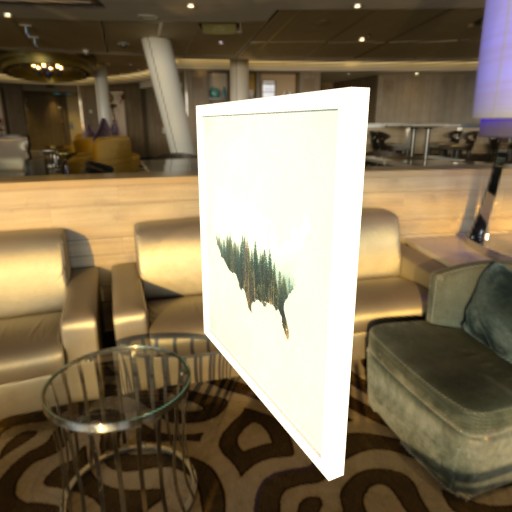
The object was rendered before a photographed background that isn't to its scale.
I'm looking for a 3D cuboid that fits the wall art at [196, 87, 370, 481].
[{"bbox_3d":[0.000,0.000,1.143,0.038,0.762,0.762,-8,18,-25],"label":"wall art"}]
